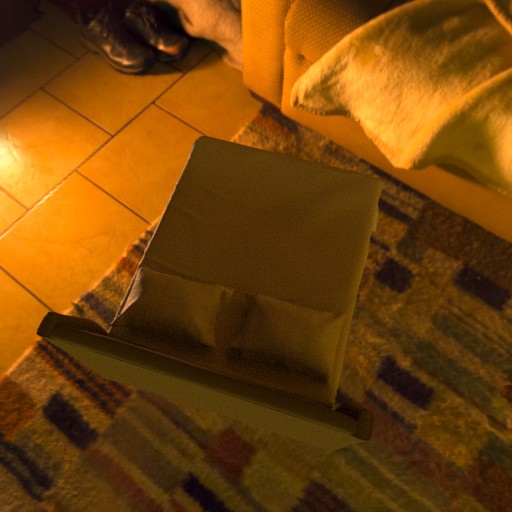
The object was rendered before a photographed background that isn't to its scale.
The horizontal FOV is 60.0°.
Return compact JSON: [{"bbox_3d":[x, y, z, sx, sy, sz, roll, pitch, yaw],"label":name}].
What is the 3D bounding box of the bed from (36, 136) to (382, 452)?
[{"bbox_3d":[0.000,0.000,3.400,1.925,1.332,2.276,16,65,7],"label":"bed"}]
